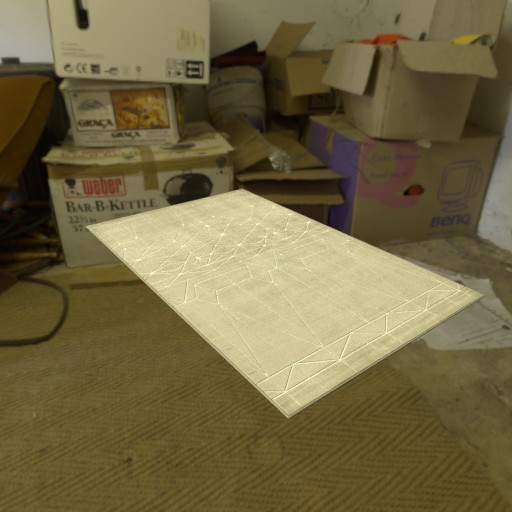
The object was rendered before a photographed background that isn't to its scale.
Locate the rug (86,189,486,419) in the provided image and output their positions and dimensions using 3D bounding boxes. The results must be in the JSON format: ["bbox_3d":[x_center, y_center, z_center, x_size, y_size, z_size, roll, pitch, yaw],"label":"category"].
[{"bbox_3d":[0.000,0.000,3.049,1.524,0.012,2.438,-19,33,-33],"label":"rug"}]
